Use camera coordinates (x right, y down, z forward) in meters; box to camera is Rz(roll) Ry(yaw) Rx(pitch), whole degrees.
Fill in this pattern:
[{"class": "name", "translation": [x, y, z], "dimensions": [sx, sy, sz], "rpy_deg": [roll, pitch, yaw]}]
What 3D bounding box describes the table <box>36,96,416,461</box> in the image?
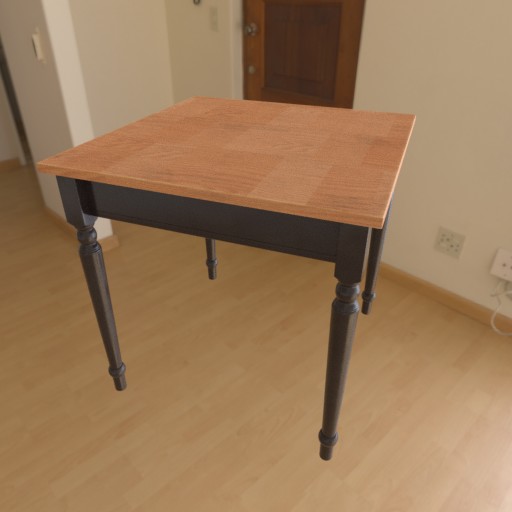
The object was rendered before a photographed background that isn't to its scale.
[{"class": "table", "translation": [0.000, 0.000, 1.346], "dimensions": [0.747, 0.738, 0.747], "rpy_deg": [11, 33, 18]}]
